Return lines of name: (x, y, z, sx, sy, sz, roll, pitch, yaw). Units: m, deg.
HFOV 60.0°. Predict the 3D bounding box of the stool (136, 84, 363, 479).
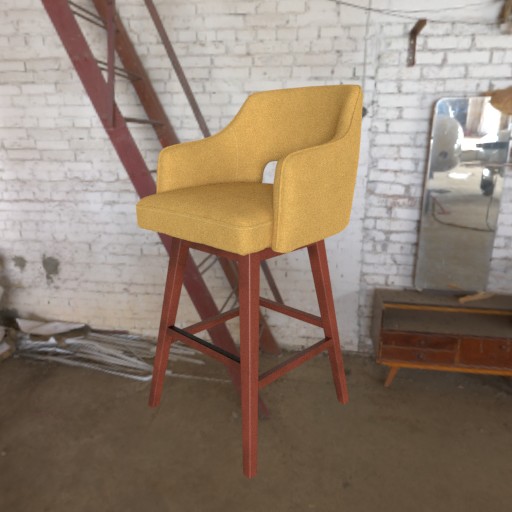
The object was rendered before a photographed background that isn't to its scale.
stool: (0.000, 0.000, 1.366, 0.548, 1.012, 0.558, 15, 22, 41)
